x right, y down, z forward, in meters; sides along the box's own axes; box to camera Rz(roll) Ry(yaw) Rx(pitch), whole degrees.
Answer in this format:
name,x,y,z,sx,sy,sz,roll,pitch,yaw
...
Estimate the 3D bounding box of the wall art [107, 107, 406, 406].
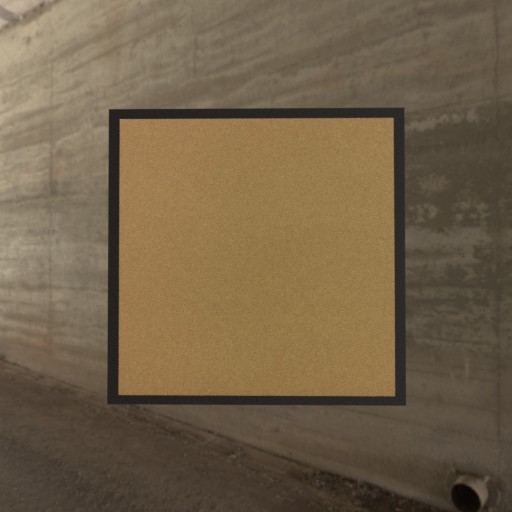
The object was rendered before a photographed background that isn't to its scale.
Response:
name,x,y,z,sx,sy,sz,roll,pitch,yaw
wall art,0.000,0.000,1.154,0.762,0.760,0.037,0,-1,1
